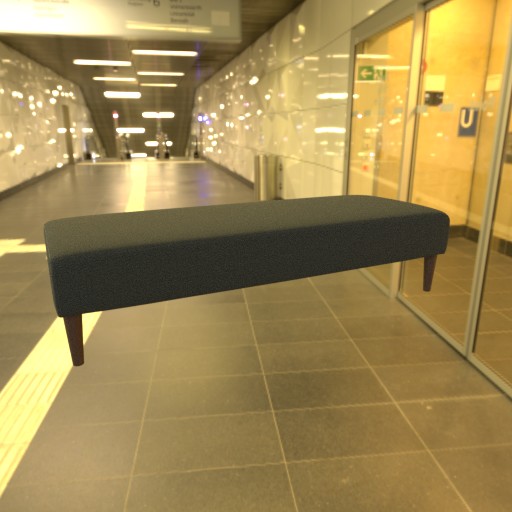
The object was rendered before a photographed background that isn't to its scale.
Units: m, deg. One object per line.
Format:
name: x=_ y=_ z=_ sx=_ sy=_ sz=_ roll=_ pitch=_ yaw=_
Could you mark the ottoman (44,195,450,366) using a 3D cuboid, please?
ottoman: x=0.000 y=0.000 z=1.899 sx=1.609 sy=0.393 sz=0.646 roll=-8 pitch=18 yaw=-25
